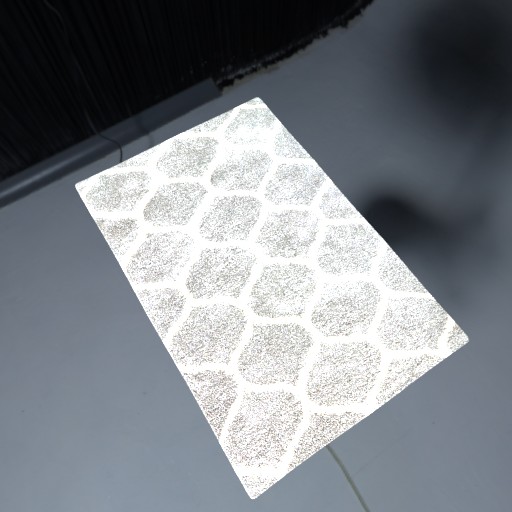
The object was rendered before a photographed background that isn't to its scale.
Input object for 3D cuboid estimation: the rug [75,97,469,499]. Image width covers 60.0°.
[{"bbox_3d":[0.000,0.000,3.353,1.801,0.026,2.701,-30,68,-14],"label":"rug"}]
